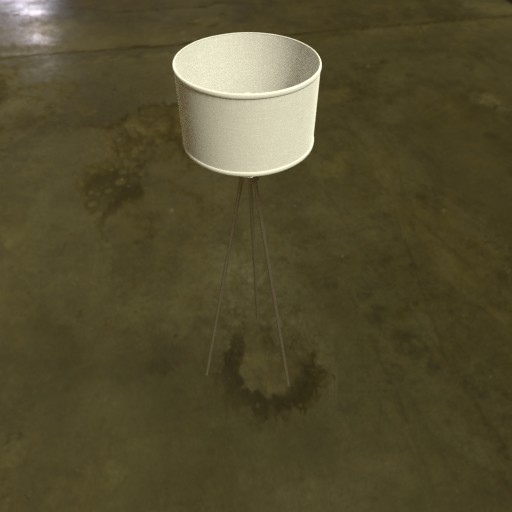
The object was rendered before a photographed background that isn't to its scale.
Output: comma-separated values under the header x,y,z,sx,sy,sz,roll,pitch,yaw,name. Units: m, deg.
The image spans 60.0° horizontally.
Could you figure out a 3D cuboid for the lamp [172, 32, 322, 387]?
x,y,z,sx,sy,sz,roll,pitch,yaw,name
0.000,0.000,1.771,0.458,1.545,0.448,25,51,22,lamp
